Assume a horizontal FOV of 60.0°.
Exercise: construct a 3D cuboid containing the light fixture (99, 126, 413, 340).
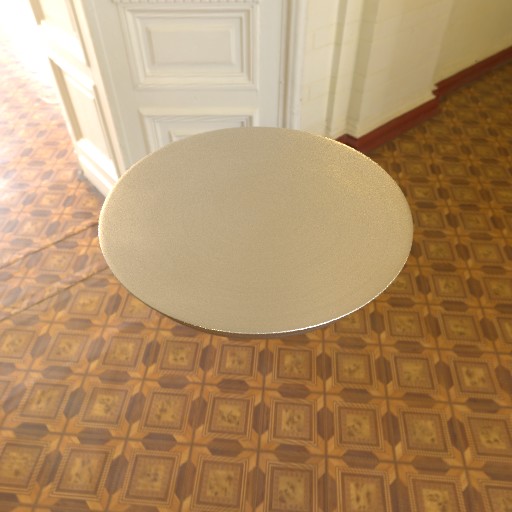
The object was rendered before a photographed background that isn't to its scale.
[{"bbox_3d":[0.000,0.000,0.453,0.280,0.135,0.280,0,46,0],"label":"light fixture"}]
